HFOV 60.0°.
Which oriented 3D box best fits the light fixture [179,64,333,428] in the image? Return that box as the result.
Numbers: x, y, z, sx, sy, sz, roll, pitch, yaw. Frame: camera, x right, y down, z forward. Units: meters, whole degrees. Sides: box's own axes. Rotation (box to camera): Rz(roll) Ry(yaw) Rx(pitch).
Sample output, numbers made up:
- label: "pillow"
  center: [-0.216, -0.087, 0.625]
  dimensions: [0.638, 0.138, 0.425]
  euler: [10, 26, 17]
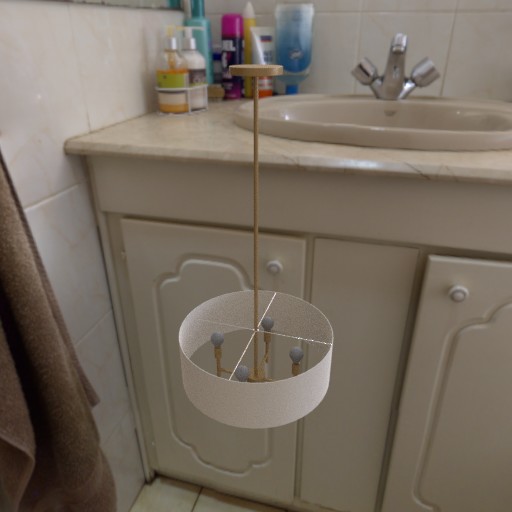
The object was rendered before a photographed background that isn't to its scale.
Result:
- label: "light fixture"
  center: [0.000, 0.000, 1.352]
  dimensions: [0.508, 1.067, 0.508]
  euler: [0, 26, 0]
